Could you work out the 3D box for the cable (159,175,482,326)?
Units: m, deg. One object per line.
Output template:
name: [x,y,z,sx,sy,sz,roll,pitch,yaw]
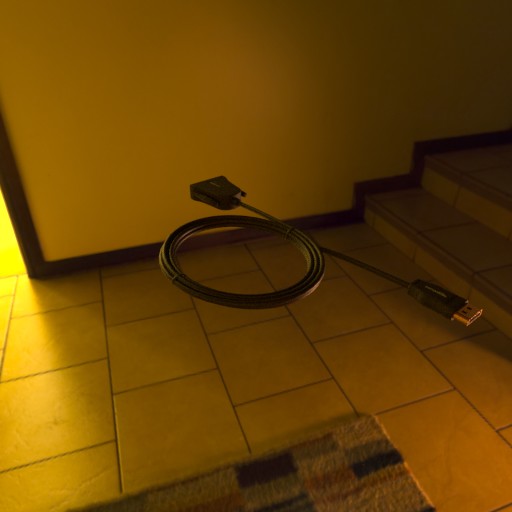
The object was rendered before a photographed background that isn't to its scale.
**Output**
cable: [0.000,0.000,0.333,0.136,0.015,0.281,-23,39,-33]
